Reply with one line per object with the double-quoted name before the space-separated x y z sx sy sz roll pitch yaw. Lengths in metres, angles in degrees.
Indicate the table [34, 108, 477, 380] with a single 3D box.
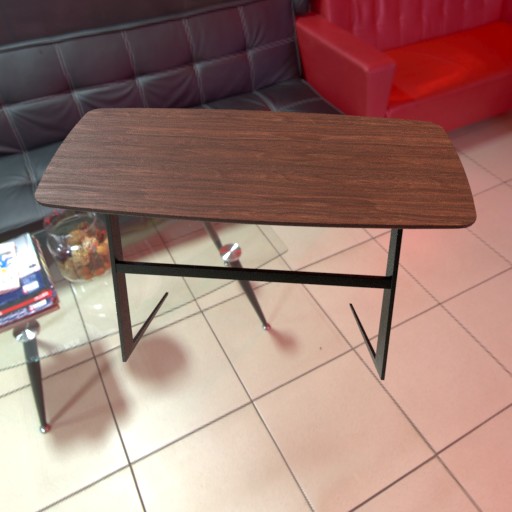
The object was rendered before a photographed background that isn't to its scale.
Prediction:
"table" 0.000 0.000 1.089 0.804 0.576 0.361 3 48 3
